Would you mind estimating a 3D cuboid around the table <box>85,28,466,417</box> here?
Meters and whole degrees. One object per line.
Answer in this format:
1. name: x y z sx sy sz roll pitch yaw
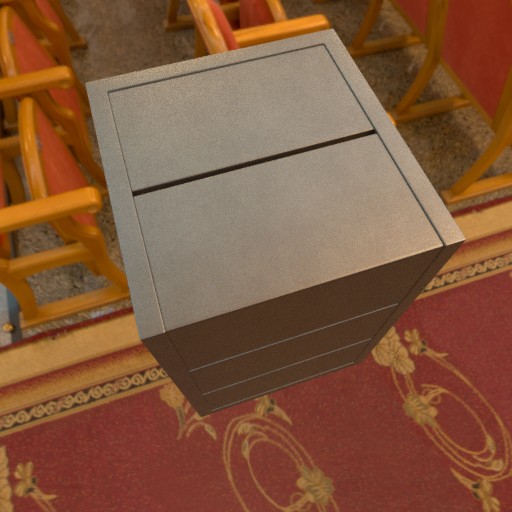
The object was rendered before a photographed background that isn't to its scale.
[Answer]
1. table: 0.000 0.000 0.874 0.405 0.609 0.420 -16 64 -8
